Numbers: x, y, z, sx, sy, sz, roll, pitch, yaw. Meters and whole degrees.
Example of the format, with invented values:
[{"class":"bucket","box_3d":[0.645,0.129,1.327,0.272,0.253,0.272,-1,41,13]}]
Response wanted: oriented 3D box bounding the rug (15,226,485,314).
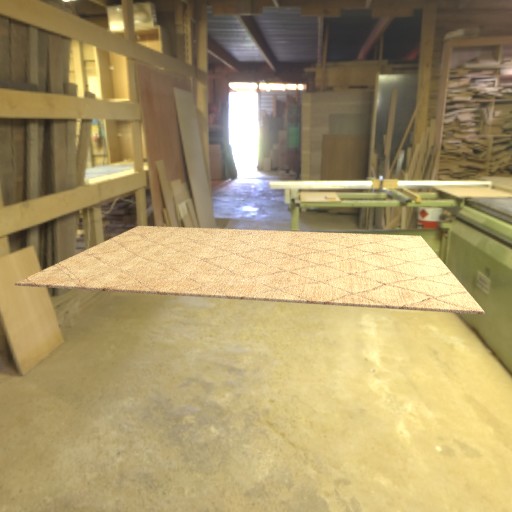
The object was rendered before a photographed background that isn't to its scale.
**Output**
[{"class":"rug","box_3d":[0.000,0.000,2.849,2.292,0.014,1.528,3,16,9]}]
